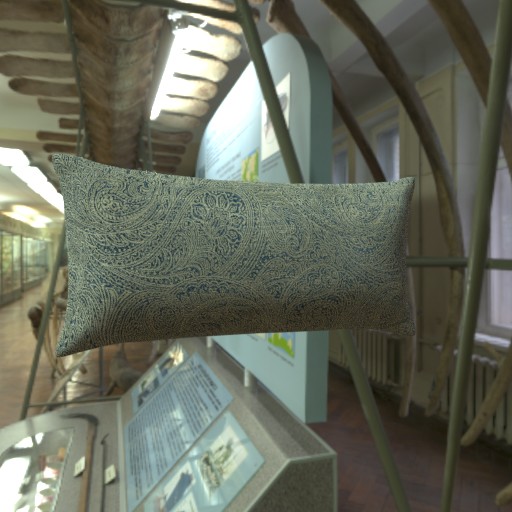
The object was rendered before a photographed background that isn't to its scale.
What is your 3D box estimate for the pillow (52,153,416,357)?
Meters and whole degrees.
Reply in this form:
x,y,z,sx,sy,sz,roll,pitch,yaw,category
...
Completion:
x,y,z,sx,sy,sz,roll,pitch,yaw,category
0.000,0.000,0.731,0.615,0.295,0.151,0,0,-17,pillow
